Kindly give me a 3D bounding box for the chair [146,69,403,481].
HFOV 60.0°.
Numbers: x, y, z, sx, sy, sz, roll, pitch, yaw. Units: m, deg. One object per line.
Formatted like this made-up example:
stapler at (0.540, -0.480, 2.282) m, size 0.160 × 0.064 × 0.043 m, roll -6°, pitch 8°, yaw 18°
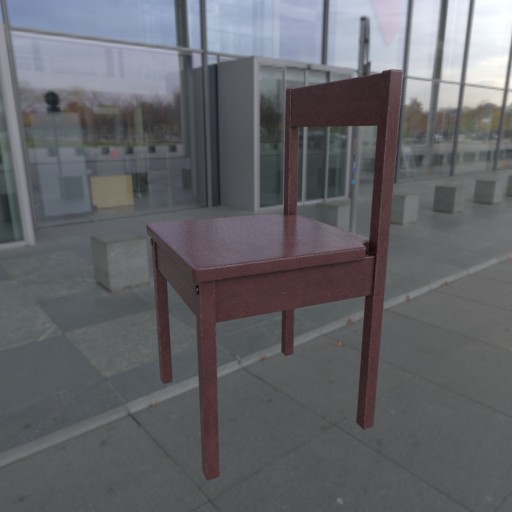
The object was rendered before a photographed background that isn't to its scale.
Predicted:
chair at (0.000, 0.000, 0.884) m, size 0.361 × 0.668 × 0.367 m, roll -7°, pitch 17°, yaw -23°
